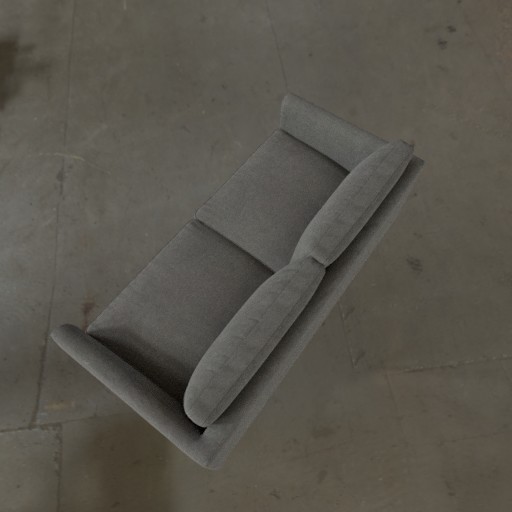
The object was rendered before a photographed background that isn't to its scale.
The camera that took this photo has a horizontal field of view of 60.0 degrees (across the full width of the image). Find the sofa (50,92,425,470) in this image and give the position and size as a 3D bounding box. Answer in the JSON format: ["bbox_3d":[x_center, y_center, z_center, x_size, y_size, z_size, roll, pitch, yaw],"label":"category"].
[{"bbox_3d":[0.000,0.000,2.795,1.092,0.838,2.257,33,67,16],"label":"sofa"}]
